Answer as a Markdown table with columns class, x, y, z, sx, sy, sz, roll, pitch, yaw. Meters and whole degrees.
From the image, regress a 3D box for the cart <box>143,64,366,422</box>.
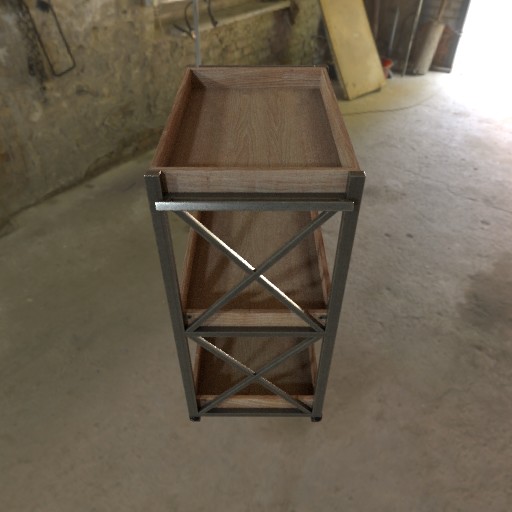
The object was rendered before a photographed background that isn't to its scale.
| class | x | y | z | sx | sy | sz | roll | pitch | yaw |
| --- | --- | --- | --- | --- | --- | --- | --- | --- | --- |
| cart | 0.000 | 0.000 | 1.216 | 0.377 | 0.835 | 0.673 | 0 | 41 | 0 |
